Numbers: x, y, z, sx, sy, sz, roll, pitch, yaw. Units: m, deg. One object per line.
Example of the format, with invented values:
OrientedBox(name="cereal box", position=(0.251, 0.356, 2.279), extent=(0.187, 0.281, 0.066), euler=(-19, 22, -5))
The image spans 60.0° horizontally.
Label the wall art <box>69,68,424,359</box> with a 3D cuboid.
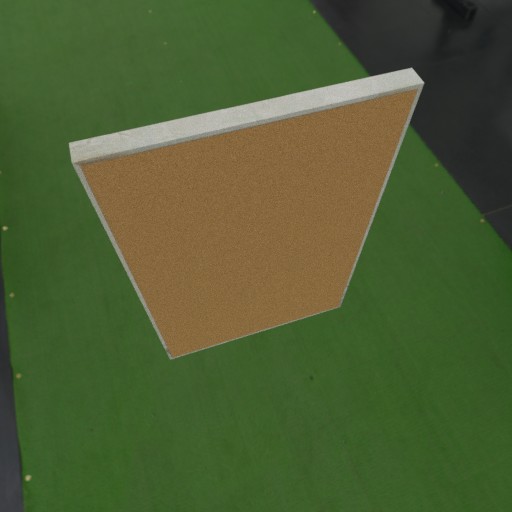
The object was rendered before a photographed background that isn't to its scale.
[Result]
OrientedBox(name="wall art", position=(0.000, 0.000, 0.942), extent=(0.508, 0.764, 0.038), euler=(-16, 59, -9))
